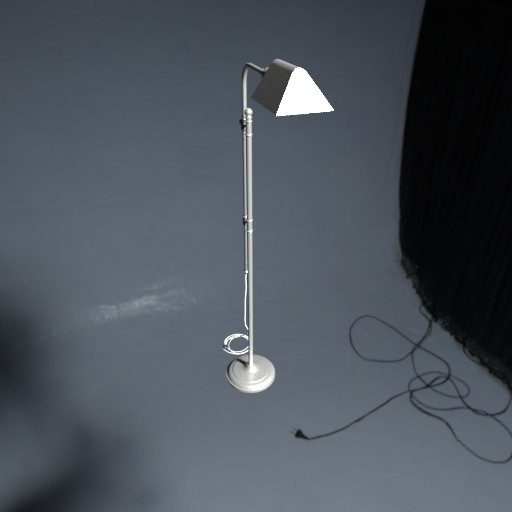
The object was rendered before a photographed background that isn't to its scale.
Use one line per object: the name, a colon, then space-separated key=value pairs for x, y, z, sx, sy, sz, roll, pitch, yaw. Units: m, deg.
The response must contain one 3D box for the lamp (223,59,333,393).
lamp: x=0.000 y=0.000 z=1.852 sx=0.256 sy=1.571 sz=0.813 roll=-10 pitch=34 yaw=-16
